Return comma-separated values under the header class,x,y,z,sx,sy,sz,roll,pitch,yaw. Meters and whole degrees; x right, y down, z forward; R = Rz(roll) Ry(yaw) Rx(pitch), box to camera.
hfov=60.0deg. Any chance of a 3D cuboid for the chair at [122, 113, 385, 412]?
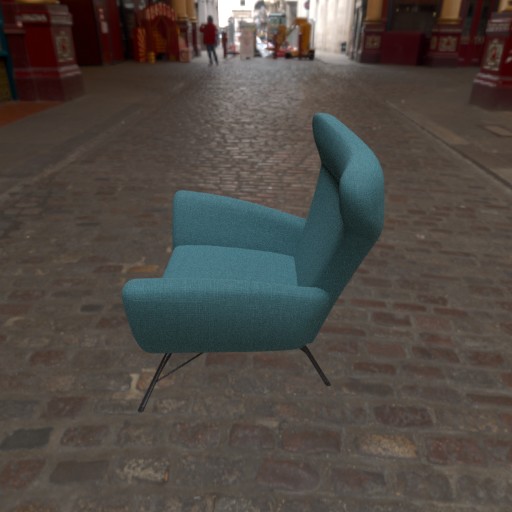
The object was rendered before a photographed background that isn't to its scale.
class,x,y,z,sx,sy,sz,roll,pitch,yaw
chair,0.000,0.000,1.811,0.900,0.980,1.050,1,27,1
